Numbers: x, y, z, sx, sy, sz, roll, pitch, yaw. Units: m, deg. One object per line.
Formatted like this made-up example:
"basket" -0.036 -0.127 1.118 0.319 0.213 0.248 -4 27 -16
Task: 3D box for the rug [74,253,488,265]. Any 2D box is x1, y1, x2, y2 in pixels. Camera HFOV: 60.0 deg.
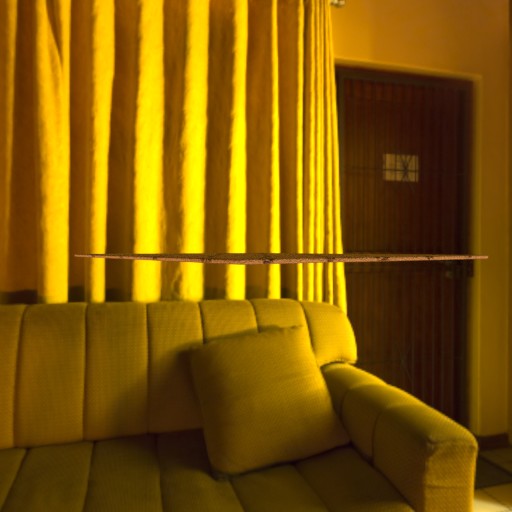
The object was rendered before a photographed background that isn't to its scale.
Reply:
"rug" 0.000 0.000 4.074 2.438 0.029 3.047 -1 1 -36
